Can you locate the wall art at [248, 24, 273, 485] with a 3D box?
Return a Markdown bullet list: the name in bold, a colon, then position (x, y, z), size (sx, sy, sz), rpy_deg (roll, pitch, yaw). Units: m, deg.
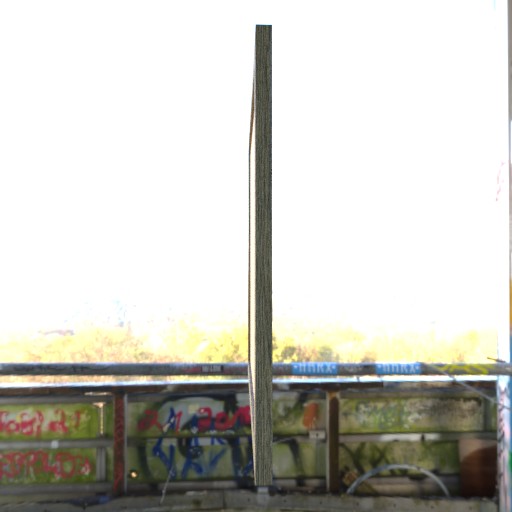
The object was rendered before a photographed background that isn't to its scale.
- **wall art**: position (0.000, 0.000, 0.742), size (0.019, 0.508, 0.508), rpy_deg (0, -1, -2)
